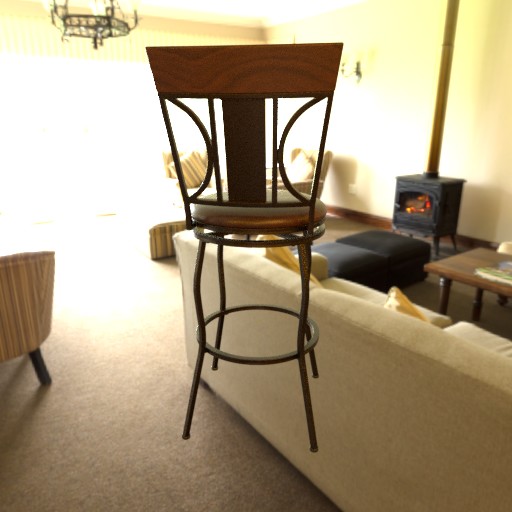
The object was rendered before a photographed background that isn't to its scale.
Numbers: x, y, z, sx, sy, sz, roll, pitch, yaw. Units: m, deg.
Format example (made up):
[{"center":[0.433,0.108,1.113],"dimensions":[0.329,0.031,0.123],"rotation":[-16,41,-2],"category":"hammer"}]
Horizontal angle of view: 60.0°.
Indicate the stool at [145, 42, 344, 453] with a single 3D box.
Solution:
[{"center":[0.000,0.000,1.373],"dimensions":[0.448,1.130,0.513],"rotation":[2,18,8],"category":"stool"}]
